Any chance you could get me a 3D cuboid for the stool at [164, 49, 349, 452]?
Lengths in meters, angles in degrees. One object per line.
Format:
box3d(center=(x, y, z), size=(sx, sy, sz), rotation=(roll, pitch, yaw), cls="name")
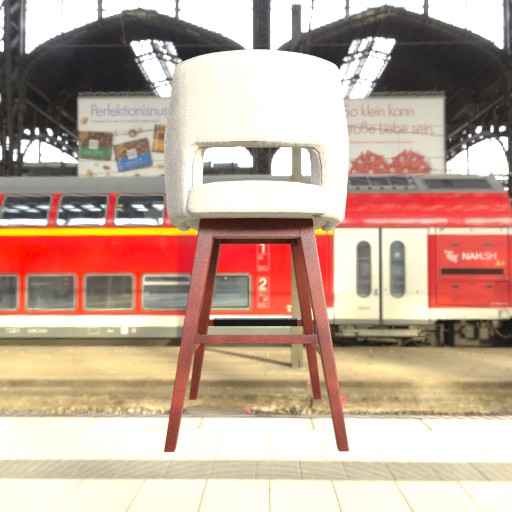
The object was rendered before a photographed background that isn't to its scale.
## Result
box3d(center=(0.000, 0.000, 1.349), size=(0.548, 1.012, 0.558), rotation=(0, -2, -1), cls="stool")
